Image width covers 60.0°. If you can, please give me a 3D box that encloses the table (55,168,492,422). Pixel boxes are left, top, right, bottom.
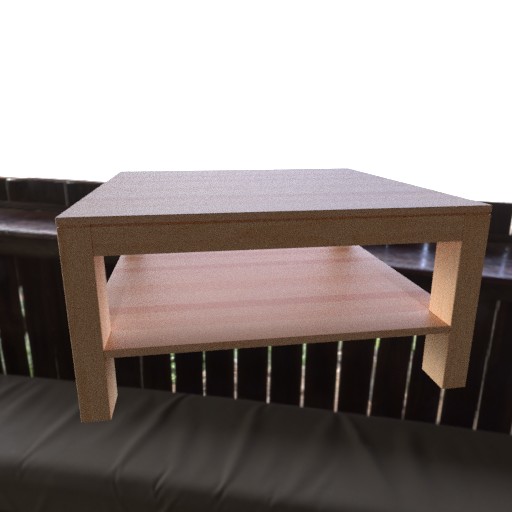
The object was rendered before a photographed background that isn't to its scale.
[{"bbox_3d":[0.000,0.000,1.385,0.900,0.450,0.900,-2,17,-8],"label":"table"}]
